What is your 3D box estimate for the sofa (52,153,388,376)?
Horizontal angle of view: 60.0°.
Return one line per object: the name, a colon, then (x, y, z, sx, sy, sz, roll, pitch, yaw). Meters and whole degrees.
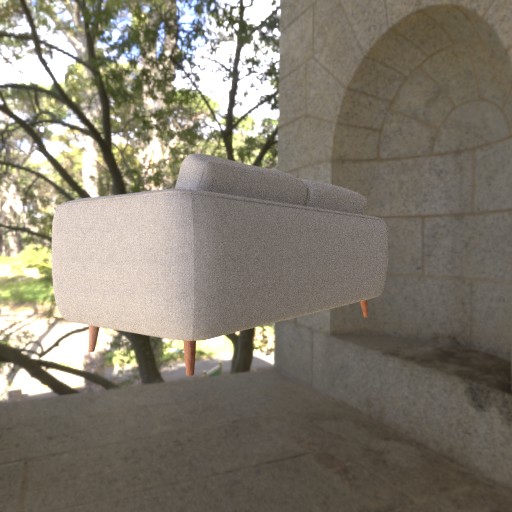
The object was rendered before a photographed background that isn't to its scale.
sofa: (0.000, 0.000, 2.500, 0.920, 0.850, 2.000, 1, 1, 36)
